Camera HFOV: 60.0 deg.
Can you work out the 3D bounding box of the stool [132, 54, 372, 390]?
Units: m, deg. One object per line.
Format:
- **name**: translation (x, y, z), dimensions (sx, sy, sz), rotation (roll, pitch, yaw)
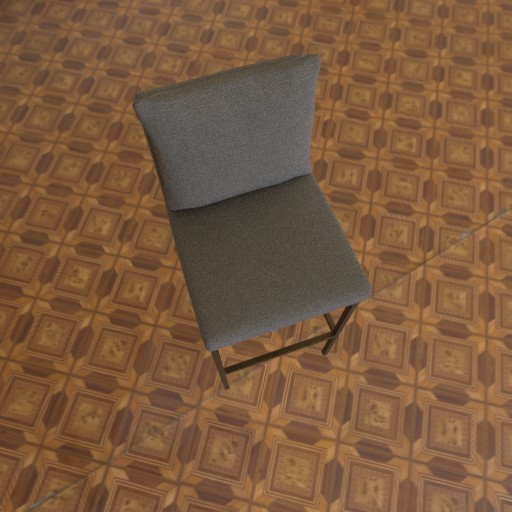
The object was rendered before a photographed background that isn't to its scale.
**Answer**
- **stool**: translation (0.000, 0.000, 1.412), dimensions (0.463, 1.132, 0.569), rotation (-17, 65, -8)
